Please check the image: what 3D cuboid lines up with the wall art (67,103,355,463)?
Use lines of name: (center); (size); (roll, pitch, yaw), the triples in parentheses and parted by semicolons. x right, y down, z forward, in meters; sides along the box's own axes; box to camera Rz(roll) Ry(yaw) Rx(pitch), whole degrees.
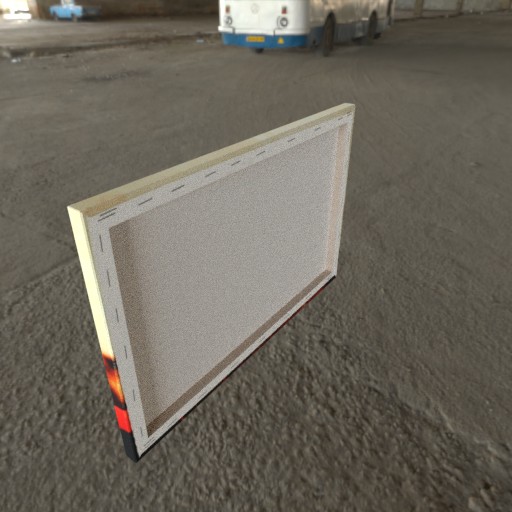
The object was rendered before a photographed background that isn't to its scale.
wall art: (0.000, 0.000, 1.135); (0.038, 0.602, 0.918); (21, 37, 31)
